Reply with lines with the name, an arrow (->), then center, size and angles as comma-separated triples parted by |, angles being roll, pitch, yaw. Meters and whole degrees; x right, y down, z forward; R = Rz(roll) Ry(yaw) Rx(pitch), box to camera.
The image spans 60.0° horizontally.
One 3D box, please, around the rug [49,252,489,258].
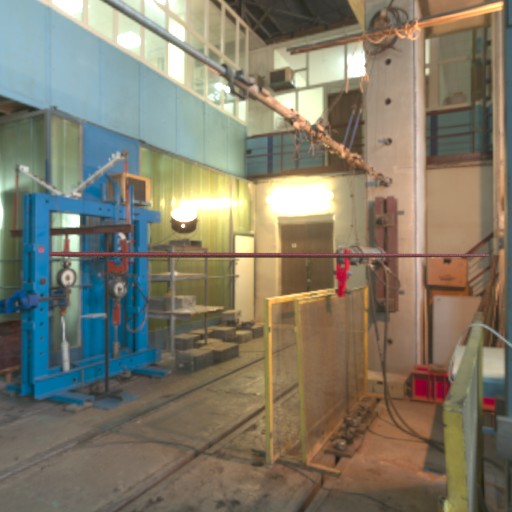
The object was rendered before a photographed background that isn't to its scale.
rug -> 0.000, 0.000, 2.261 | 1.802, 0.013, 1.194 | 0, -1, -19
